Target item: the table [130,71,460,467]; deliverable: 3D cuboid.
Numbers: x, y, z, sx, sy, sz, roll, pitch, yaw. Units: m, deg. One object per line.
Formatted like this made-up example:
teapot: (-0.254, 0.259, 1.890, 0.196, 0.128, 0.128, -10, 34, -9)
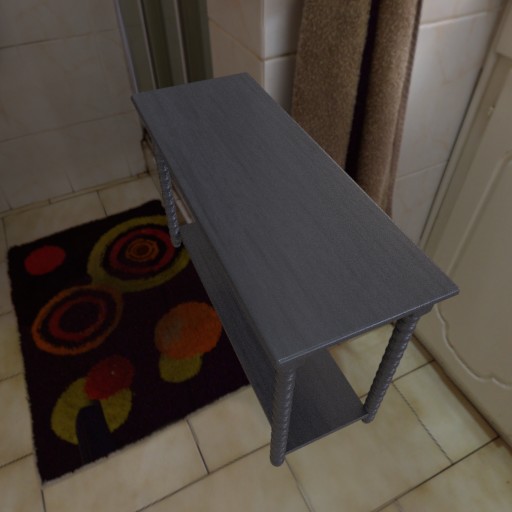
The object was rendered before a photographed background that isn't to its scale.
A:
table: (0.000, 0.000, 1.535, 0.459, 0.735, 1.184, -18, 49, -16)
